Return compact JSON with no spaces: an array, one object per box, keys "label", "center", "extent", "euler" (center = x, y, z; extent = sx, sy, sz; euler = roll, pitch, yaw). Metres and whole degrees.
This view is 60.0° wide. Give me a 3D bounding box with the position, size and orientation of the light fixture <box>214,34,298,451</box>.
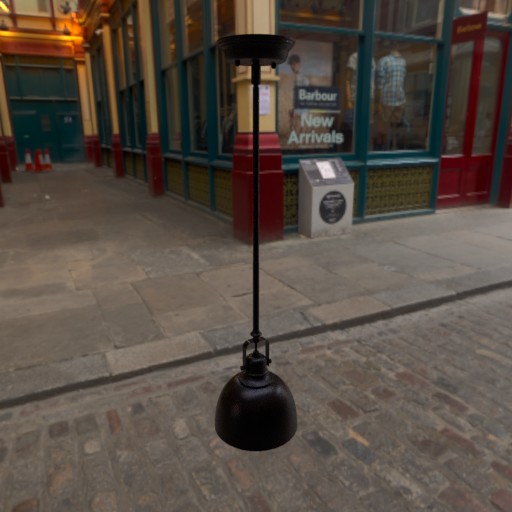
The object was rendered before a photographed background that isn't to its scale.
[{"label":"light fixture","center":[0.000,0.000,0.870],"extent":[0.182,0.768,0.182],"euler":[-8,18,-26]}]
